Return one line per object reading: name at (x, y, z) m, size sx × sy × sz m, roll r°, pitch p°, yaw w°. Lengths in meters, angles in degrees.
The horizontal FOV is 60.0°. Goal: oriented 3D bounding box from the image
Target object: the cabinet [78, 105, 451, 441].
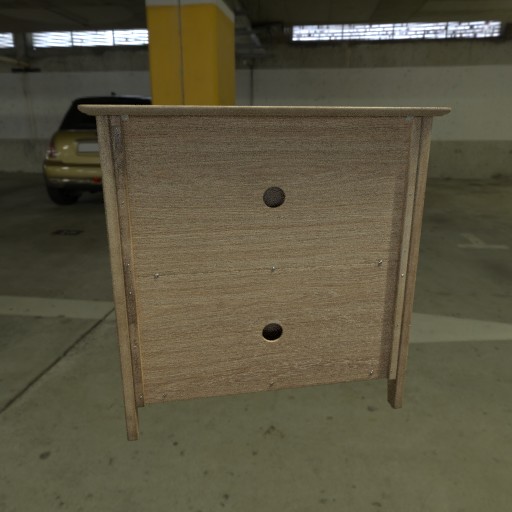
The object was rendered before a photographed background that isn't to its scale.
cabinet at (0.000, 0.000, 1.219) m, size 0.763 × 0.762 × 0.503 m, roll -3°, pitch 17°, yaw -10°
